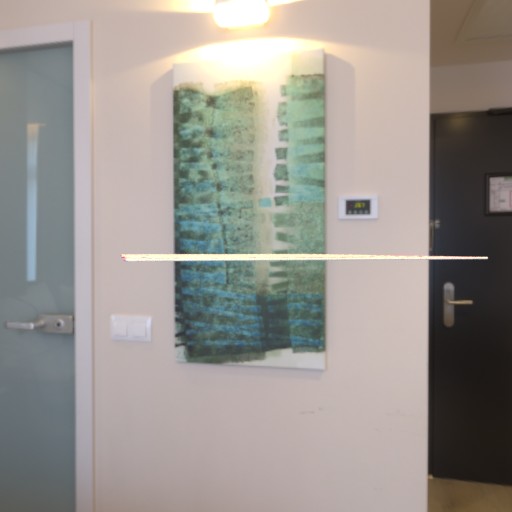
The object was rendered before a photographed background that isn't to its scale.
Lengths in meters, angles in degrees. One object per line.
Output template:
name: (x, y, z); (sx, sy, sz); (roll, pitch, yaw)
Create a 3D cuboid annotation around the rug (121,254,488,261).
rug: (0.000, 0.000, 4.190); (2.441, 0.016, 3.095); (0, 1, -17)
